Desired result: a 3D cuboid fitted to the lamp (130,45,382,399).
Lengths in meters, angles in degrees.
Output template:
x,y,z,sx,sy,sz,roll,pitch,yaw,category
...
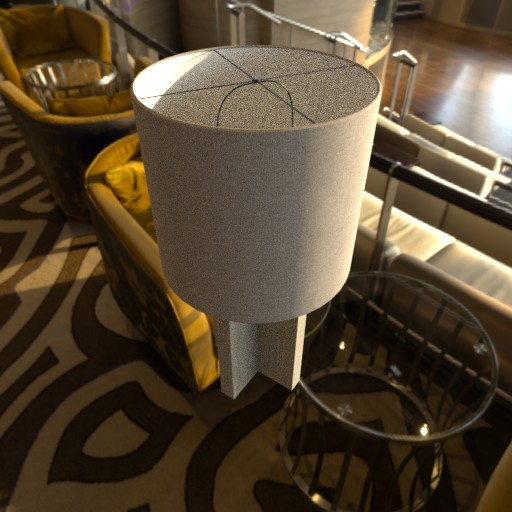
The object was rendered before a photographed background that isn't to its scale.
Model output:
x,y,z,sx,sy,sz,roll,pitch,yaw,category
0.000,0.000,0.547,0.229,0.428,0.229,24,46,26,lamp
